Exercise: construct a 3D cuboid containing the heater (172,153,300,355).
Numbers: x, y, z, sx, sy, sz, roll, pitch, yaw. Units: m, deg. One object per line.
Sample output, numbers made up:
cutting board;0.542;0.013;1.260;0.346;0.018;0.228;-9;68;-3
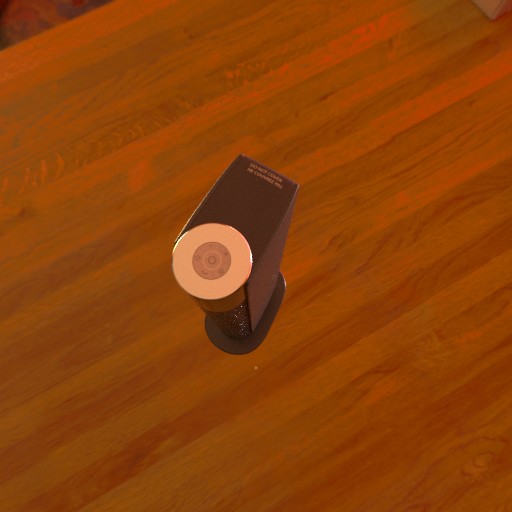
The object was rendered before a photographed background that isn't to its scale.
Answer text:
heater;0.000;0.000;1.043;0.214;0.856;0.458;29;78;7
